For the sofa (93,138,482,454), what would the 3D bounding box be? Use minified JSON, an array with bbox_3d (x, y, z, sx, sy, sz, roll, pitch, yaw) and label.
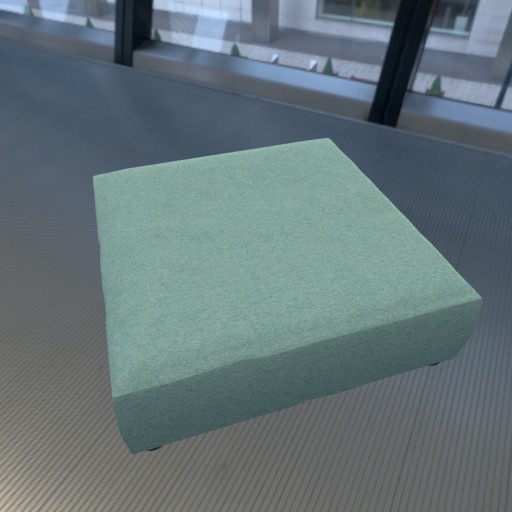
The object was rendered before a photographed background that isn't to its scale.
[{"bbox_3d":[0.000,0.000,1.414,0.930,0.330,0.930,-12,43,-13],"label":"sofa"}]
